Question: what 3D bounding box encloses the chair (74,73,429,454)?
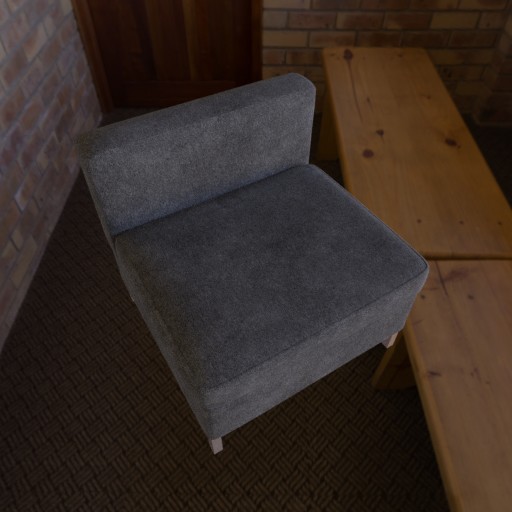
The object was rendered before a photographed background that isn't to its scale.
[{"bbox_3d":[0.000,0.000,1.241,0.680,0.660,0.680,-24,52,-21],"label":"chair"}]
